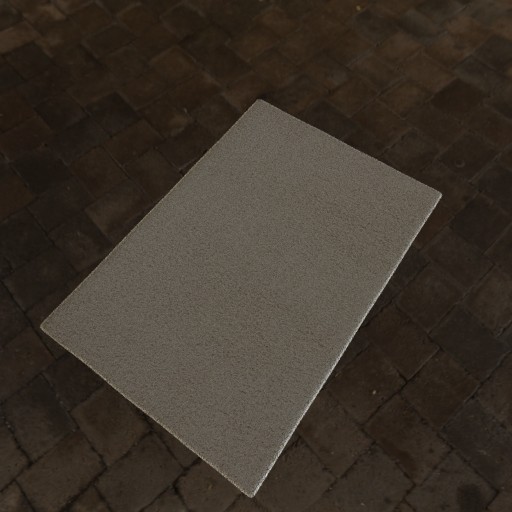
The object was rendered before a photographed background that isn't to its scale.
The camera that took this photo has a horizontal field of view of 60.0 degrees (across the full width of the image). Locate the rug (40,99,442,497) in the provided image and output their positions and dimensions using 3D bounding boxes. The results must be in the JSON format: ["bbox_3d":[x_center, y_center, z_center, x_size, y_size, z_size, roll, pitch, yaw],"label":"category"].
[{"bbox_3d":[0.000,0.000,2.236,1.219,0.030,1.778,32,68,15],"label":"rug"}]
